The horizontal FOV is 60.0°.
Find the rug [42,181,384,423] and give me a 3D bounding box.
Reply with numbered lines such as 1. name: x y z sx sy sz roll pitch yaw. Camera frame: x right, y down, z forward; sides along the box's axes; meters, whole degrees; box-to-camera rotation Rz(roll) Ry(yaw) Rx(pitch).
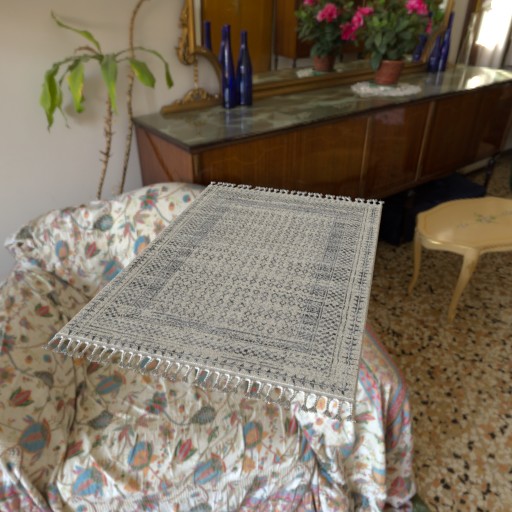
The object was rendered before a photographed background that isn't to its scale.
1. rug: 0.000 0.000 2.366 1.243 0.013 1.872 9 32 14
